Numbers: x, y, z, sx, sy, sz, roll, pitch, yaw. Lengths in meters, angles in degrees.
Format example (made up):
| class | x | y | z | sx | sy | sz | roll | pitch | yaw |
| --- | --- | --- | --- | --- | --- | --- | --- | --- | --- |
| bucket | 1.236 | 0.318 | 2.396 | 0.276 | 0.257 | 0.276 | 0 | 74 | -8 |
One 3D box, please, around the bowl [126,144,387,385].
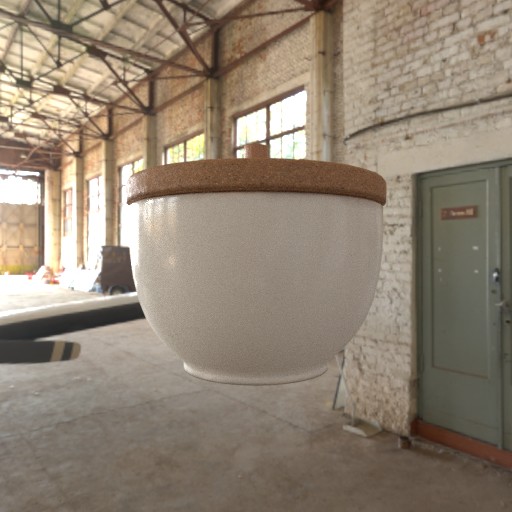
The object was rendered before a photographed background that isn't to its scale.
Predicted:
| class | x | y | z | sx | sy | sz | roll | pitch | yaw |
| --- | --- | --- | --- | --- | --- | --- | --- | --- | --- |
| bowl | 0.000 | 0.000 | 0.223 | 0.126 | 0.110 | 0.126 | 0 | 0 | 0 |
